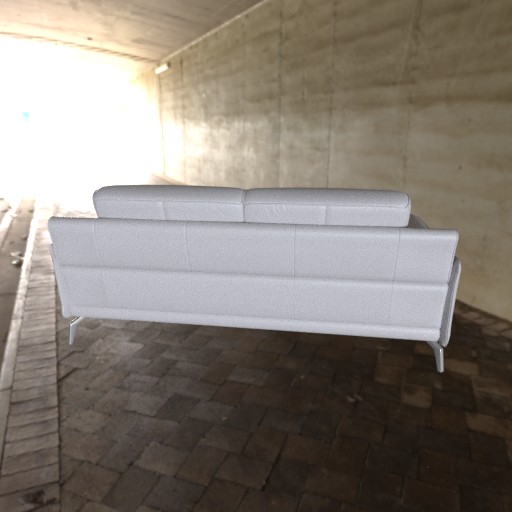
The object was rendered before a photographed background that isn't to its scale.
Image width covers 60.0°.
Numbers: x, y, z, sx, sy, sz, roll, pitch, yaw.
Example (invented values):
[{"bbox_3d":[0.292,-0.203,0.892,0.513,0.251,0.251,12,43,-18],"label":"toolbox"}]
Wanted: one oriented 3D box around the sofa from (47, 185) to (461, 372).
[{"bbox_3d":[0.000,0.000,2.630,2.101,0.930,1.049,2,16,8],"label":"sofa"}]
